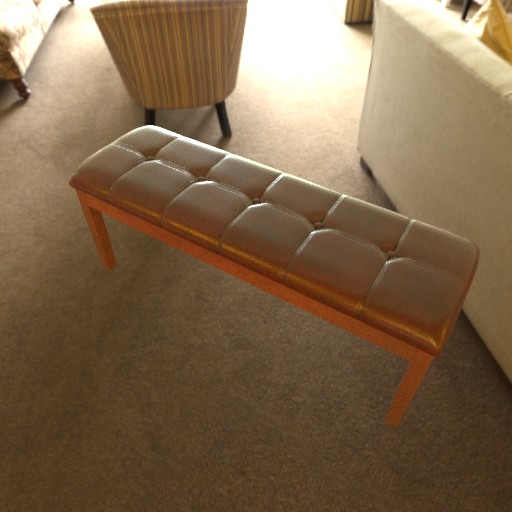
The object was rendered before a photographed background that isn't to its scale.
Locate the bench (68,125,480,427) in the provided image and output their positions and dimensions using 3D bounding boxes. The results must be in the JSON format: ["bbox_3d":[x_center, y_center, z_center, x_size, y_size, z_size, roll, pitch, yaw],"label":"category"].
[{"bbox_3d":[0.000,0.000,1.495,1.259,0.491,0.401,24,50,22],"label":"bench"}]
